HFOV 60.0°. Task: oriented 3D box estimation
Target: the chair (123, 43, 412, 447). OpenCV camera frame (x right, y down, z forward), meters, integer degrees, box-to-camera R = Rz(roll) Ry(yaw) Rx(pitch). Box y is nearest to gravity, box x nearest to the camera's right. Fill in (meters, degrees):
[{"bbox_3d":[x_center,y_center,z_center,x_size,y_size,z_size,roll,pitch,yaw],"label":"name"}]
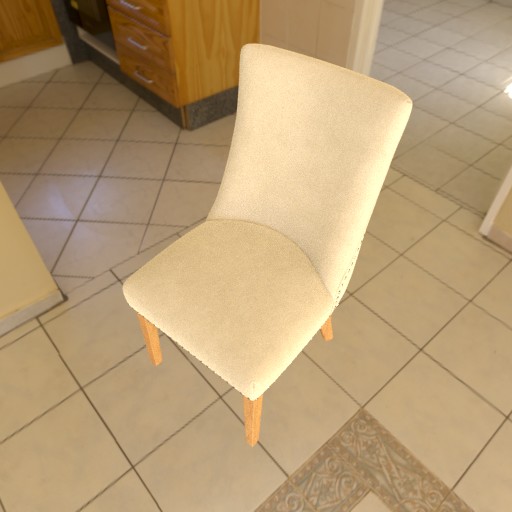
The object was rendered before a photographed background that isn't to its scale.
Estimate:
[{"bbox_3d":[0.000,0.000,1.246,0.495,0.902,0.610,31,54,25],"label":"chair"}]
